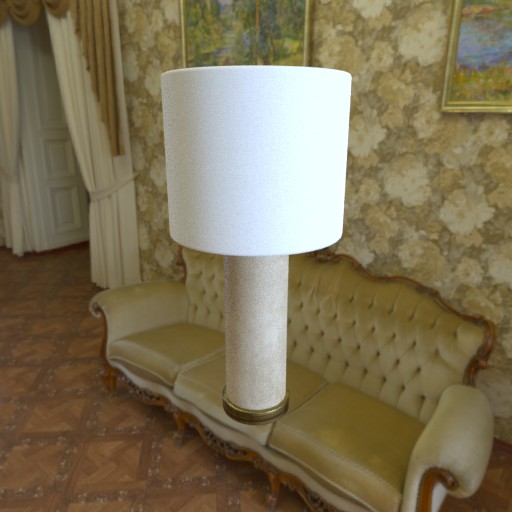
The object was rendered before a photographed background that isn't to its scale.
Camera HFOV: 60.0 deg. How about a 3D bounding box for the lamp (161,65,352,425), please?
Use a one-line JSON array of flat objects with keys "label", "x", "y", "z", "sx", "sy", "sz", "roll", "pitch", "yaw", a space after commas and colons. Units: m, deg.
[{"label": "lamp", "x": 0.000, "y": 0.000, "z": 0.813, "sx": 0.305, "sy": 0.634, "sz": 0.305, "roll": -2, "pitch": 18, "yaw": -7}]
